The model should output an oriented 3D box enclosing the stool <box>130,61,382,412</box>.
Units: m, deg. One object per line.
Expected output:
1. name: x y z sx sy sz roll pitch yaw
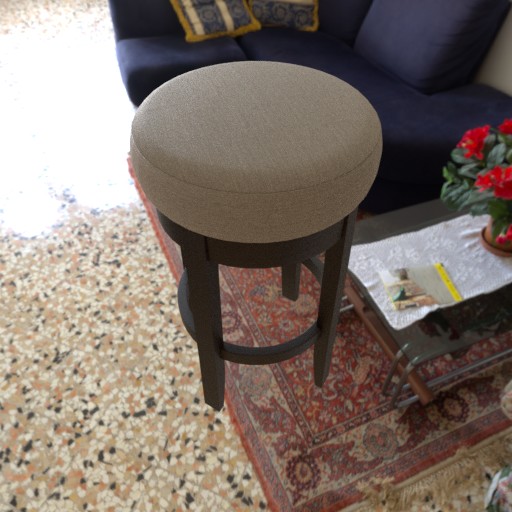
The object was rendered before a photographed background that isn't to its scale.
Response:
1. stool: 0.000 0.000 1.018 0.443 0.757 0.443 0 46 0
